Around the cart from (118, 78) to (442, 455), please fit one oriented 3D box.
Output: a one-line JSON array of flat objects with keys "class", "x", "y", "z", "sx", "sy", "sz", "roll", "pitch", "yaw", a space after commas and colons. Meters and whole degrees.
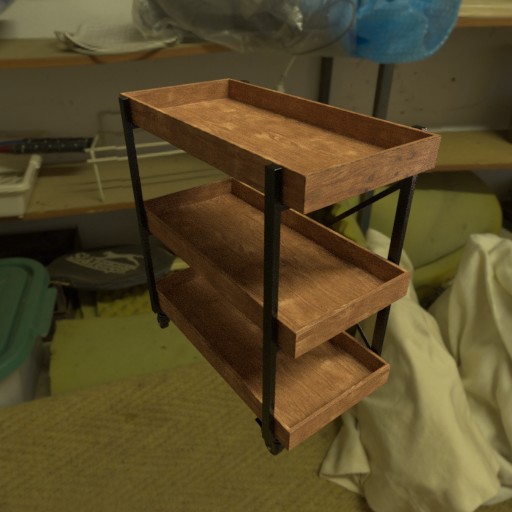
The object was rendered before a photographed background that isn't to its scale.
[{"class": "cart", "x": 0.000, "y": 0.000, "z": 1.247, "sx": 0.411, "sy": 0.800, "sz": 0.750, "roll": -21, "pitch": 38, "yaw": -31}]
